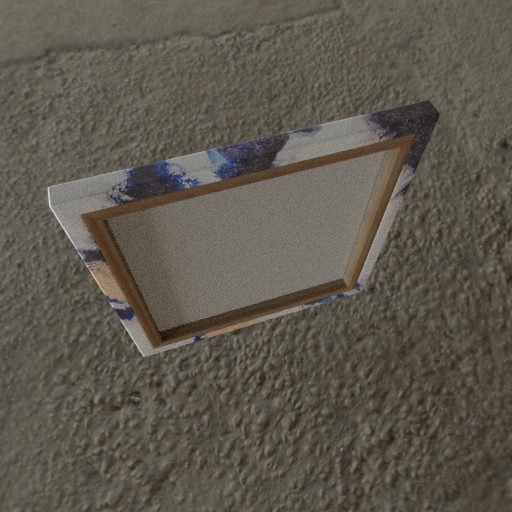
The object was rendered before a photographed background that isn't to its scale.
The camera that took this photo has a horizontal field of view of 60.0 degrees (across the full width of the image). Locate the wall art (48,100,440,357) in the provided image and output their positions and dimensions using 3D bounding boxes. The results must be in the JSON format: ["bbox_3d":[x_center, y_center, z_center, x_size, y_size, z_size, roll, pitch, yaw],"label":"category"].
[{"bbox_3d":[0.000,0.000,0.924,0.609,0.609,0.039,-15,59,-9],"label":"wall art"}]
